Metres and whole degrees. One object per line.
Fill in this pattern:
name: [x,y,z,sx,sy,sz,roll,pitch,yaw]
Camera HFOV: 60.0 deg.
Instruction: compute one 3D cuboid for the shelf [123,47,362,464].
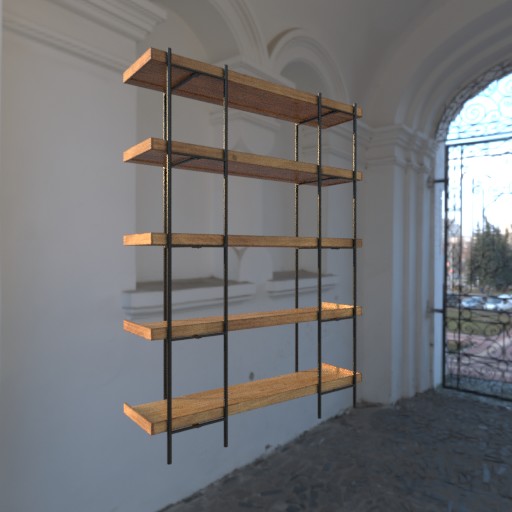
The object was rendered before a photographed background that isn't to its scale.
shelf: [0.000,0.000,2.452,1.371,1.826,0.379,0,0,-36]
